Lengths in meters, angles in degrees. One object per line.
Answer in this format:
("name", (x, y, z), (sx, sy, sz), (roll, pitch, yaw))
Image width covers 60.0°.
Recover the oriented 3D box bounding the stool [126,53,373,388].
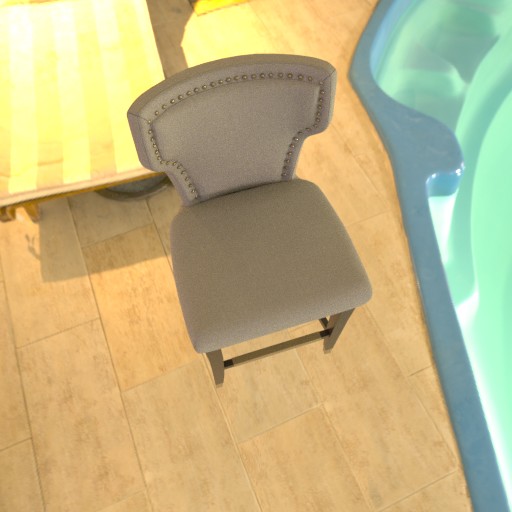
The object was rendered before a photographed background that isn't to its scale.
("stool", (0.000, 0.000, 1.426), (0.526, 1.092, 0.563), (-15, 64, -8))
